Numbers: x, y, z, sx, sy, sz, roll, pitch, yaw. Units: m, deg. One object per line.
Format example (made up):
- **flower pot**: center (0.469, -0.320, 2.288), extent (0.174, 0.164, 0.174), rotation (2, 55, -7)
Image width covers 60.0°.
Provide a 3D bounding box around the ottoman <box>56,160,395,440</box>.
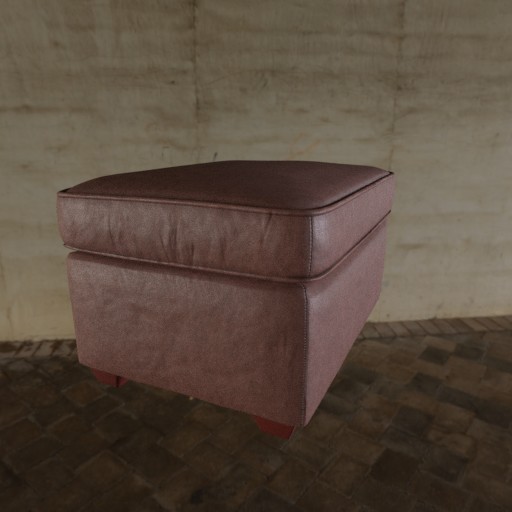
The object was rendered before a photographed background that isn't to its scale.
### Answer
- **ottoman**: center (0.000, 0.000, 1.086), extent (0.548, 0.449, 0.749), rotation (7, 17, 24)
